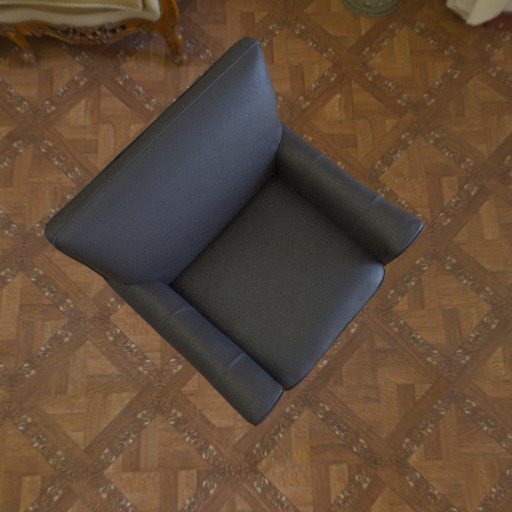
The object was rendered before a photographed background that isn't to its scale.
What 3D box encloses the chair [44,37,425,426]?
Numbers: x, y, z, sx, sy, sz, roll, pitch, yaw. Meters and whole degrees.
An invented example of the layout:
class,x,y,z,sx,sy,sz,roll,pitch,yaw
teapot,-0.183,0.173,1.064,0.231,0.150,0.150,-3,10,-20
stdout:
class,x,y,z,sx,sy,sz,roll,pitch,yaw
chair,0.000,0.000,1.618,0.825,0.943,0.870,41,80,9
